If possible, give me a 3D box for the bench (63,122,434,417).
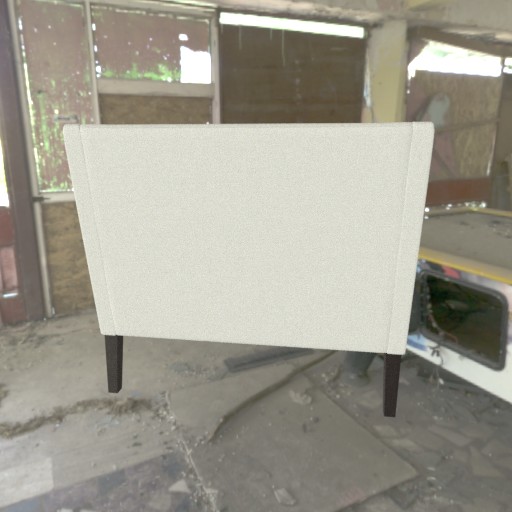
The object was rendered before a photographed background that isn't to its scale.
[{"bbox_3d":[0.000,0.000,2.007,1.280,1.123,0.847,2,15,8],"label":"bench"}]
